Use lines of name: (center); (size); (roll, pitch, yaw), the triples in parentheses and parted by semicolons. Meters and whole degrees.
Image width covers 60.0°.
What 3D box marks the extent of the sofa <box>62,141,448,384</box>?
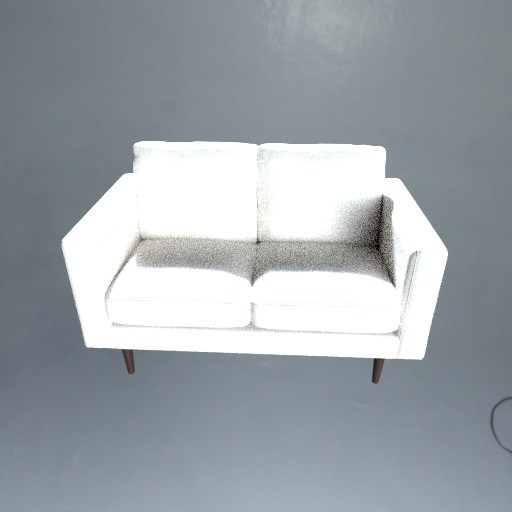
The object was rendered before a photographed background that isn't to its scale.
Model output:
sofa: (0.000, 0.000, 2.039); (1.430, 0.908, 0.796); (2, 30, 3)
